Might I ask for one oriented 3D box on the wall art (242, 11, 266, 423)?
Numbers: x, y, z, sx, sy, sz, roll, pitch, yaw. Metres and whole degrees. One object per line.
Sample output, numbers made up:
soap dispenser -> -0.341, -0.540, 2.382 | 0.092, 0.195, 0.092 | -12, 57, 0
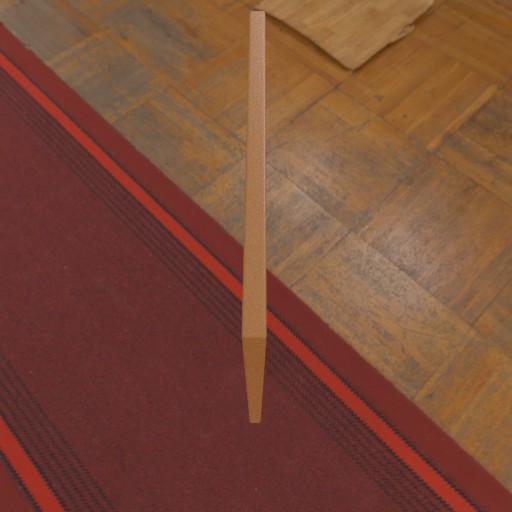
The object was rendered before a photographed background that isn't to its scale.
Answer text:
wall art -> 0.000, 0.000, 0.734 | 0.022, 0.553, 0.452 | 0, 62, 0
